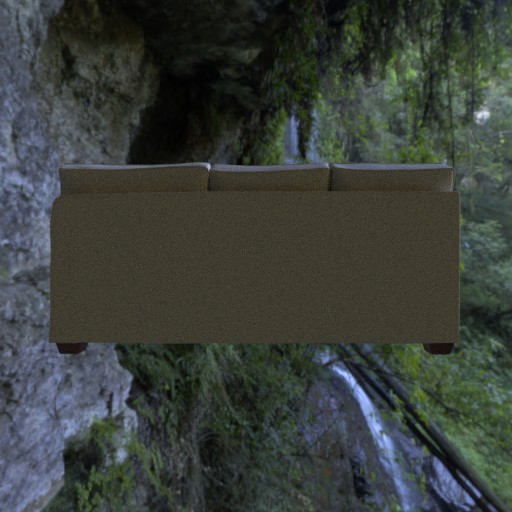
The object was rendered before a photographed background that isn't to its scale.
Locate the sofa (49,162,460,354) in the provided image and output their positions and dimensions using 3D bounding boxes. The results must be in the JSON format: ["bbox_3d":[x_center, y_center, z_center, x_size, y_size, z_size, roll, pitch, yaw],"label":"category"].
[{"bbox_3d":[0.000,0.000,2.584,1.963,0.946,1.034,0,0,0],"label":"sofa"}]
